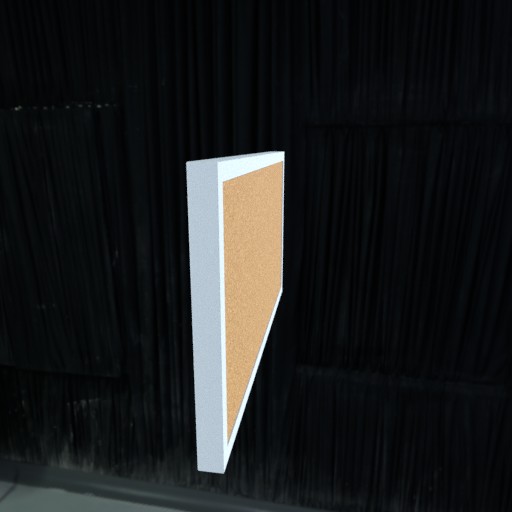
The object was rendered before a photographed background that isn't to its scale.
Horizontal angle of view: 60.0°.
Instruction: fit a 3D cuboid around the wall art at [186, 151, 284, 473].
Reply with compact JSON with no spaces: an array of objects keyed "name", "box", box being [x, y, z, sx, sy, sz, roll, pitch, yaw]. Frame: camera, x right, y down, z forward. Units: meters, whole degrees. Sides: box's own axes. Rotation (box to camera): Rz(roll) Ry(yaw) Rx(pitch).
[{"name":"wall art","box":[0.000,0.000,0.965,0.038,0.431,0.812,2,14,9]}]
